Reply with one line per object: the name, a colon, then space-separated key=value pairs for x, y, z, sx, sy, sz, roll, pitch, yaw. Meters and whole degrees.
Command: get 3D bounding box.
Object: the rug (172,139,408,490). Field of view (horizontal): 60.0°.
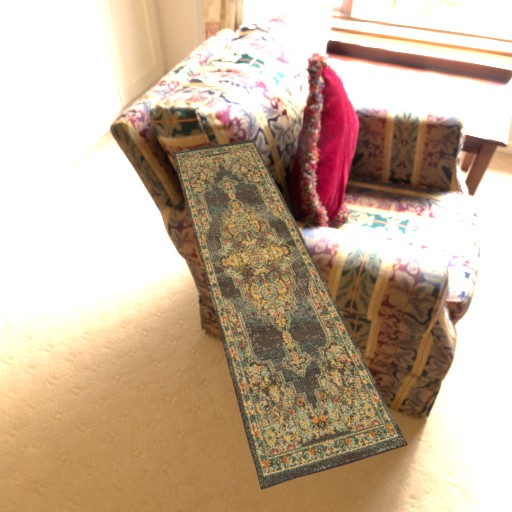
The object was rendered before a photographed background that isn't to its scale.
rug: x=0.000 y=0.000 z=2.432 sx=0.602 sy=0.016 sz=2.283 roll=-11 pitch=48 yaw=-11
